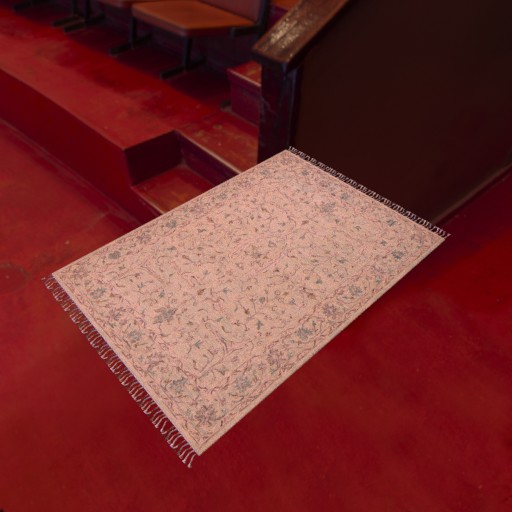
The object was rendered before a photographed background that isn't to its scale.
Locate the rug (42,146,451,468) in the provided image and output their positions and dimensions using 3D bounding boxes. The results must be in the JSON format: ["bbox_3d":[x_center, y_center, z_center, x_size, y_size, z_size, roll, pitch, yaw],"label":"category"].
[{"bbox_3d":[0.000,0.000,2.329,1.802,0.008,1.247,-33,54,-28],"label":"rug"}]
